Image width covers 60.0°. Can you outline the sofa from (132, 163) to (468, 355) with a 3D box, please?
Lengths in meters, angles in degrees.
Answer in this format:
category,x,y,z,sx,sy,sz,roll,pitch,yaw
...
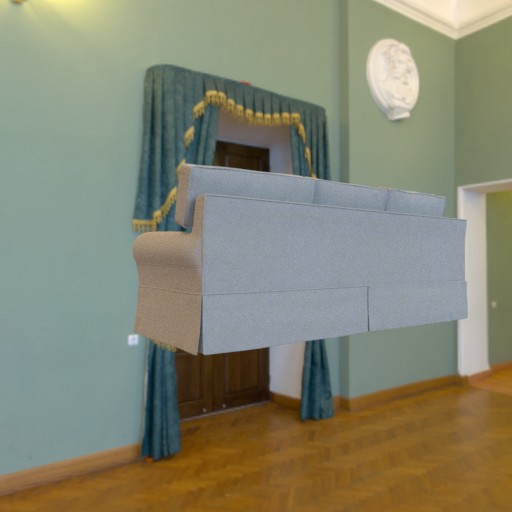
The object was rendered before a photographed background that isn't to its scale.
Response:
category,x,y,z,sx,sy,sz,roll,pitch,yaw
sofa,0.000,0.000,4.258,2.733,1.124,2.730,0,-1,-35
